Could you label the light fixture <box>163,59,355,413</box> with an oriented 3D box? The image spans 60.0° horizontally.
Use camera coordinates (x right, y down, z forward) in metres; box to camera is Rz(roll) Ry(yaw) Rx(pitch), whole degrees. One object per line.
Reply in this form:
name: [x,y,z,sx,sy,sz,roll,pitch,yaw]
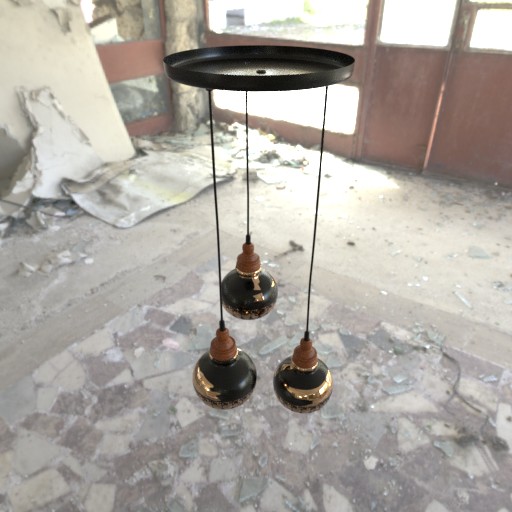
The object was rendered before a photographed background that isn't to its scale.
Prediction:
light fixture: [0.000,0.000,1.701,0.608,1.410,0.605,-10,34,-15]
